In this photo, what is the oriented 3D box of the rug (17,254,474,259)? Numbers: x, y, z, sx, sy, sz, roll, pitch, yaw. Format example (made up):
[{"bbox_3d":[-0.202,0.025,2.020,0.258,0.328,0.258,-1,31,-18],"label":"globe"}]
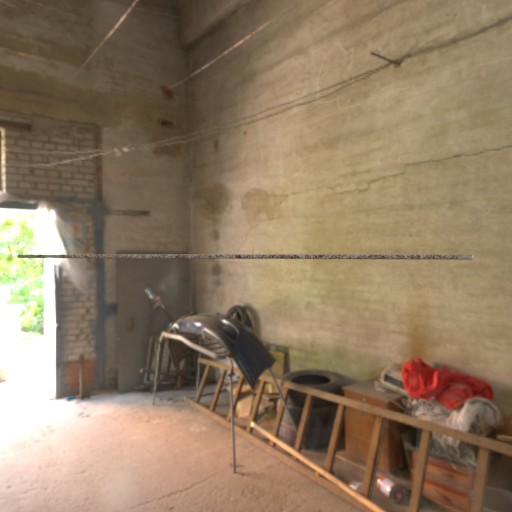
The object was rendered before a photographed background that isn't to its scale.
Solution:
[{"bbox_3d":[0.000,0.000,2.829,2.285,0.019,1.523,0,0,17],"label":"rug"}]
